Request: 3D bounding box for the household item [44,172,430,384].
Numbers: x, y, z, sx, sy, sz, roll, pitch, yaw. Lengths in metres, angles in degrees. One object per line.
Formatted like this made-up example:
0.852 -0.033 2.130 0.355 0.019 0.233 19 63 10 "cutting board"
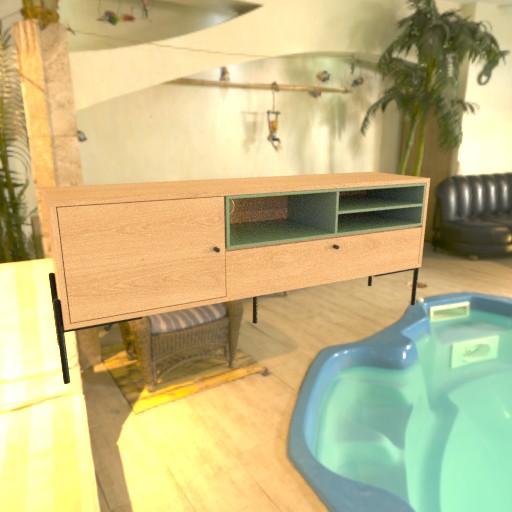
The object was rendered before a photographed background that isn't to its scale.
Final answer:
0.000 0.000 1.825 1.550 0.600 0.400 -8 17 -26 "household item"
